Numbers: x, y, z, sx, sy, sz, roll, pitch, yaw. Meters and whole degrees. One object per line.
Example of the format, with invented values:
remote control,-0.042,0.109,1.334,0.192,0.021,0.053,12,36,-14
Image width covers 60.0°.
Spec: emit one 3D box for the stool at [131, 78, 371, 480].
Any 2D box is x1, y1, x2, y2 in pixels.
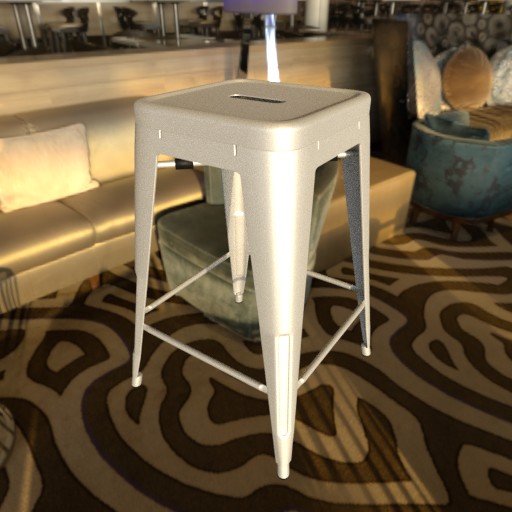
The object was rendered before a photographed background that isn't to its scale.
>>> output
stool,0.000,0.000,0.883,0.406,0.610,0.406,19,35,29
